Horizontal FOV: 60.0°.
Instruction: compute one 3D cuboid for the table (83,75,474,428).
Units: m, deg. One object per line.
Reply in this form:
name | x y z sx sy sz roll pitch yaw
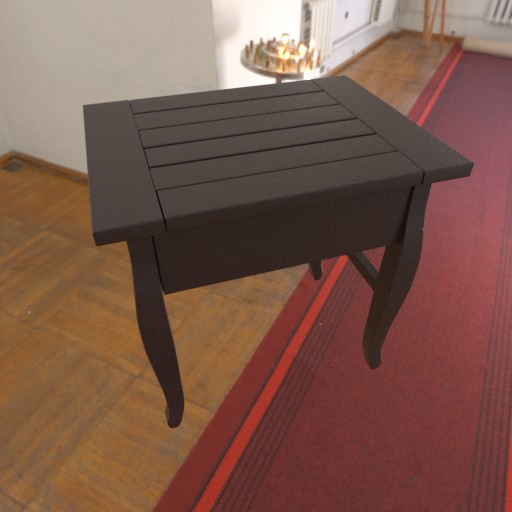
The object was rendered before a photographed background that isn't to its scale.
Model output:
table | 0.000 0.000 1.012 0.602 0.605 0.460 -12 41 -14
